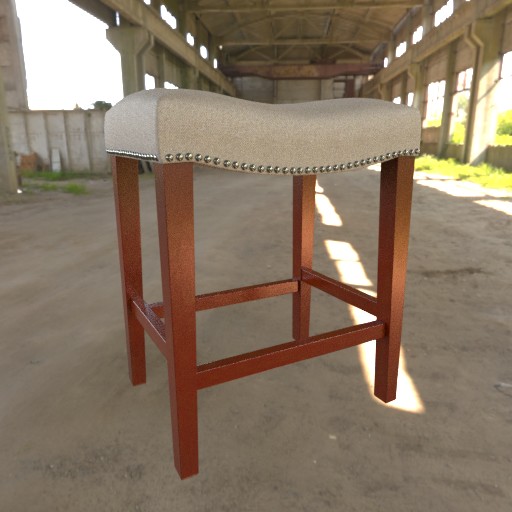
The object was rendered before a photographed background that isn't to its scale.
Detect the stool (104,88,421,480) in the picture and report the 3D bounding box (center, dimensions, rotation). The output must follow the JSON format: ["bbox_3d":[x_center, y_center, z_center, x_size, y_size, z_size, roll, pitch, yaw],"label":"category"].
[{"bbox_3d":[0.000,0.000,0.925,0.509,0.632,0.375,-8,17,-28],"label":"stool"}]
